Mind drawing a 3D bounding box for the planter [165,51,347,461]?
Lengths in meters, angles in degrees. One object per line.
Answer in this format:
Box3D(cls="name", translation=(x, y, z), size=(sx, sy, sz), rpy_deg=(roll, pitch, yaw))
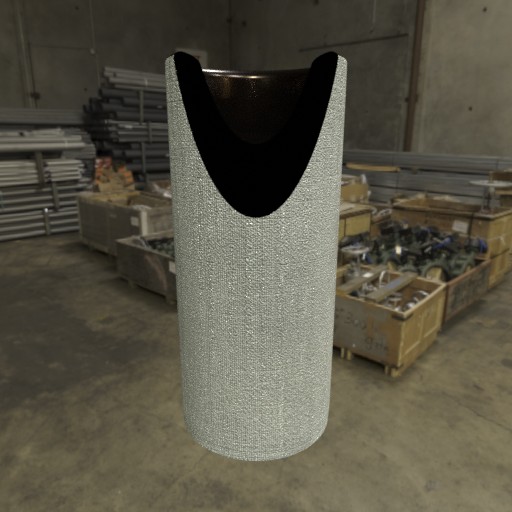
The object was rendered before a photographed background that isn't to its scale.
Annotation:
Box3D(cls="planter", translation=(0.000, 0.000, 0.126), size=(0.045, 0.103, 0.045), rpy_deg=(-15, 21, -42))
